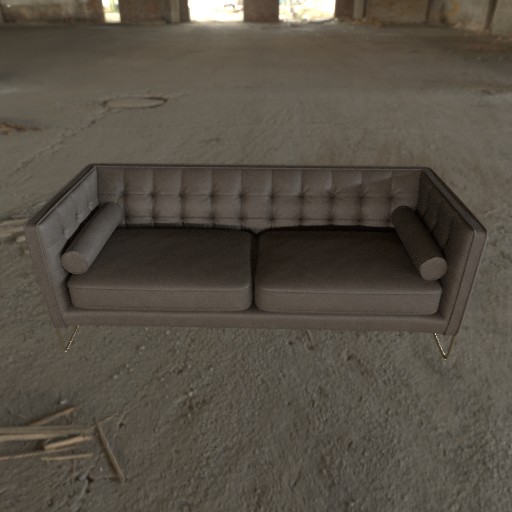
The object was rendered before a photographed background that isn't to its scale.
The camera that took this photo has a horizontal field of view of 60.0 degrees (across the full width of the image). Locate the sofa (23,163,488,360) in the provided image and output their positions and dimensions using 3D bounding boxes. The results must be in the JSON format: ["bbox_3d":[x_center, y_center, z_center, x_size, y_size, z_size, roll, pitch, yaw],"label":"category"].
[{"bbox_3d":[0.000,0.000,2.491,2.087,0.789,0.867,1,31,2],"label":"sofa"}]
